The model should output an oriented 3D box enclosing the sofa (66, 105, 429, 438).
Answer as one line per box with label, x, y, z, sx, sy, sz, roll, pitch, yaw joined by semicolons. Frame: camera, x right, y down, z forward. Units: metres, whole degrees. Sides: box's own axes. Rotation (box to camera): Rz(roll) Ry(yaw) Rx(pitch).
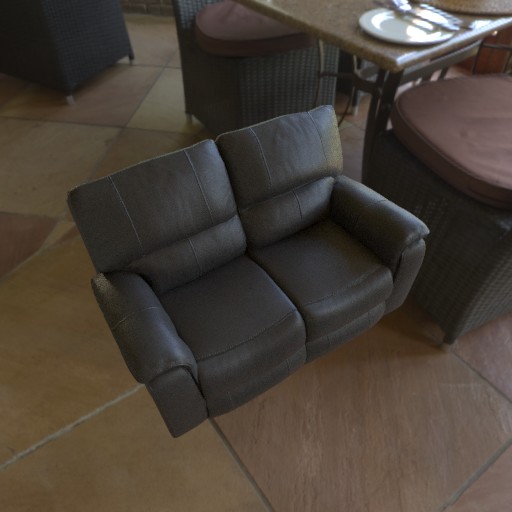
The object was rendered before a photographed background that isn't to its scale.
sofa;0.000;0.000;2.528;1.765;1.111;1.104;-25;51;-22
